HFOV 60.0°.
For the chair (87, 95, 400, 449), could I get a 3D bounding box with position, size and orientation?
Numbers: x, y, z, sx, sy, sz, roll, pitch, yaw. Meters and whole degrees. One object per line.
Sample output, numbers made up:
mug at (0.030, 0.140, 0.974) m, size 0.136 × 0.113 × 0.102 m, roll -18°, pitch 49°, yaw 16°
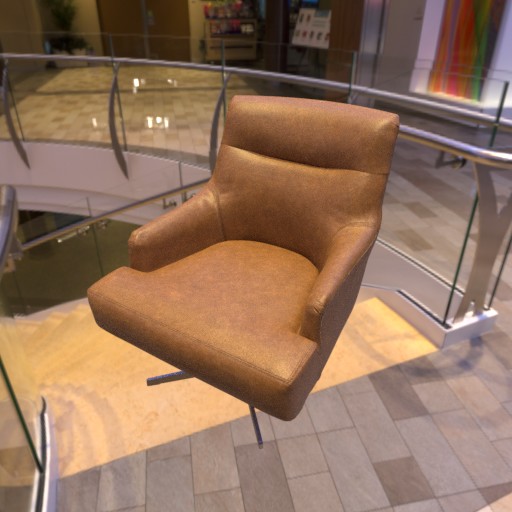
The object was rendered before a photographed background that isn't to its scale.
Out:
chair at (0.000, 0.000, 1.473) m, size 0.729 × 0.869 × 0.874 m, roll 18°, pitch 34°, yaw 28°
